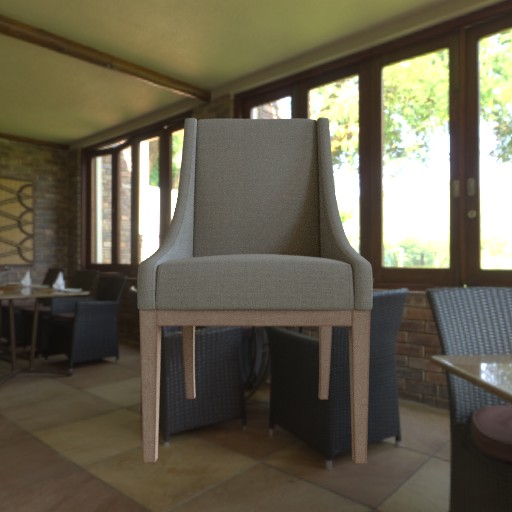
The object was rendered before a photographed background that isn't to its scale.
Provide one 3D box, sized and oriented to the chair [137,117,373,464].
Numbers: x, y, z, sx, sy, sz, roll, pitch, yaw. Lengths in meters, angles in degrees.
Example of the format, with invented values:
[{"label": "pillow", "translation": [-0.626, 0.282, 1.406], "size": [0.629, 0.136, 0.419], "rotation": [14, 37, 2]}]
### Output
[{"label": "chair", "translation": [0.000, 0.000, 1.378], "size": [0.575, 1.021, 0.611], "rotation": [0, 0, 1]}]
